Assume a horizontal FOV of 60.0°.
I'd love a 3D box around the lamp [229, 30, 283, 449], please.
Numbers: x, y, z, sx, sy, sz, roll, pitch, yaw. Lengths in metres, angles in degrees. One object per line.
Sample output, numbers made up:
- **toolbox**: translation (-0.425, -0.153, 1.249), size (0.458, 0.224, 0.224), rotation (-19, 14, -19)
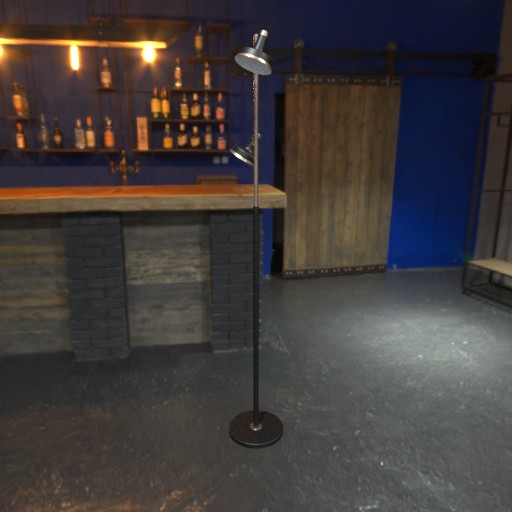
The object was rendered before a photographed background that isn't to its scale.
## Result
- **lamp**: translation (0.000, 0.000, 1.836), size (0.253, 1.674, 0.351), rotation (-2, 15, -7)
